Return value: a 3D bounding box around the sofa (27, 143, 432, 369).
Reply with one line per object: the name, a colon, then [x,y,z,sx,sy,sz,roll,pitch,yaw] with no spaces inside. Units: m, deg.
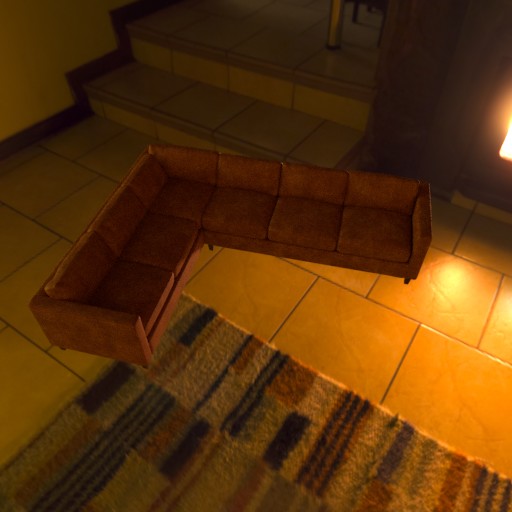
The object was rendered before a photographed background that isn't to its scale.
sofa: [0.000,0.000,4.261,3.150,0.838,2.438,10,47,9]
